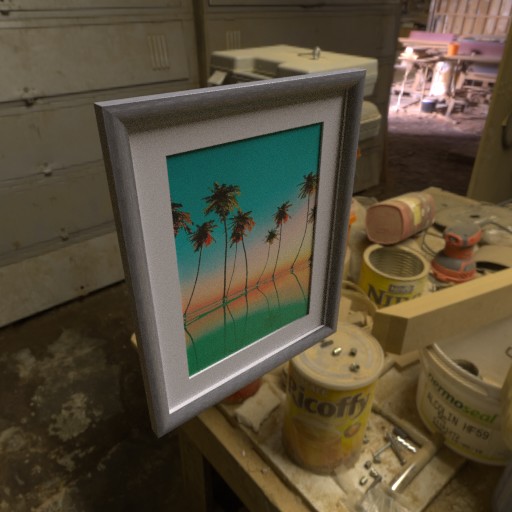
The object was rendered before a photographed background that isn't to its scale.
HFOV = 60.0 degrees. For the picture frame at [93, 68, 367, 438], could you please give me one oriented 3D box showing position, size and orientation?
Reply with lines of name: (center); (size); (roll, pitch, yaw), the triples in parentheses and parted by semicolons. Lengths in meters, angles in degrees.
picture frame: (0.000, 0.000, 0.760); (0.454, 0.559, 0.029); (-22, 37, -33)
